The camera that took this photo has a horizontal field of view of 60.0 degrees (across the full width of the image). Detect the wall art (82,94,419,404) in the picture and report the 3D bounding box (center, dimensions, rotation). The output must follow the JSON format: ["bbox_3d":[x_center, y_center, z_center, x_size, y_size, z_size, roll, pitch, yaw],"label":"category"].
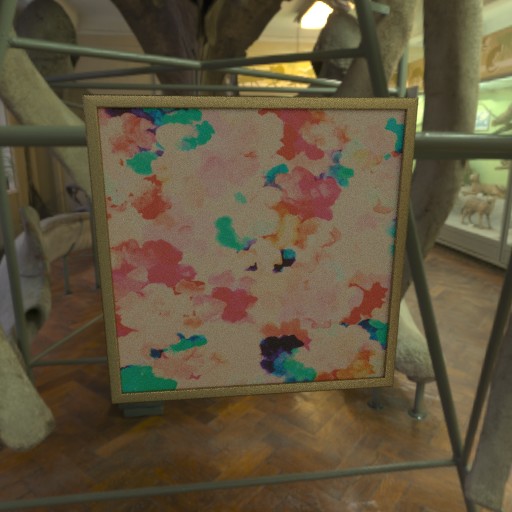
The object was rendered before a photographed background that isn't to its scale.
[{"bbox_3d":[0.000,0.000,0.751,0.510,0.509,0.037,-2,15,-6],"label":"wall art"}]
